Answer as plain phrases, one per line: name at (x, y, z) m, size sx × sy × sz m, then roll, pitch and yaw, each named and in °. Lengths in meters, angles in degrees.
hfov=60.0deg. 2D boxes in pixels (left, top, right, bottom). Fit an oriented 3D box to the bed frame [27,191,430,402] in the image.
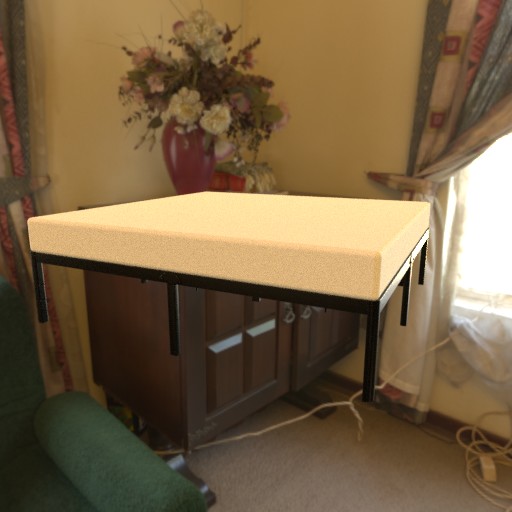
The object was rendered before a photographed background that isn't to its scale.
bed frame at (0.000, 0.000, 3.093) m, size 2.079 × 0.659 × 1.963 m, roll 7°, pitch 15°, yaw 26°
